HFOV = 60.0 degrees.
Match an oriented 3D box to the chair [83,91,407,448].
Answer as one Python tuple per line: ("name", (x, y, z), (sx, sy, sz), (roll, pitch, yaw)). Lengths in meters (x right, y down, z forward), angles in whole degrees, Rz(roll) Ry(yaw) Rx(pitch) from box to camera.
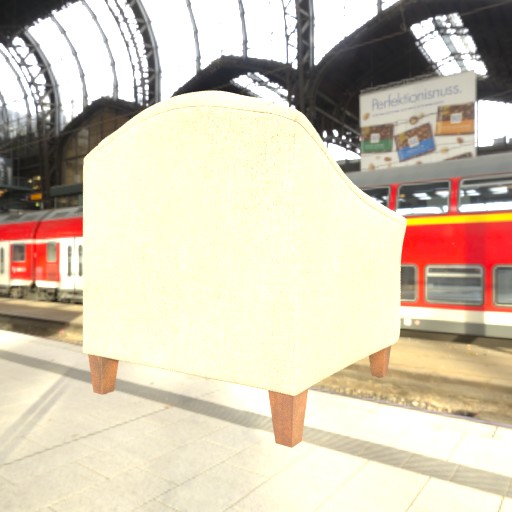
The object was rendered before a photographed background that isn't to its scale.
("chair", (0.000, 0.000, 1.447), (0.763, 0.839, 0.787), (0, 0, 35))
